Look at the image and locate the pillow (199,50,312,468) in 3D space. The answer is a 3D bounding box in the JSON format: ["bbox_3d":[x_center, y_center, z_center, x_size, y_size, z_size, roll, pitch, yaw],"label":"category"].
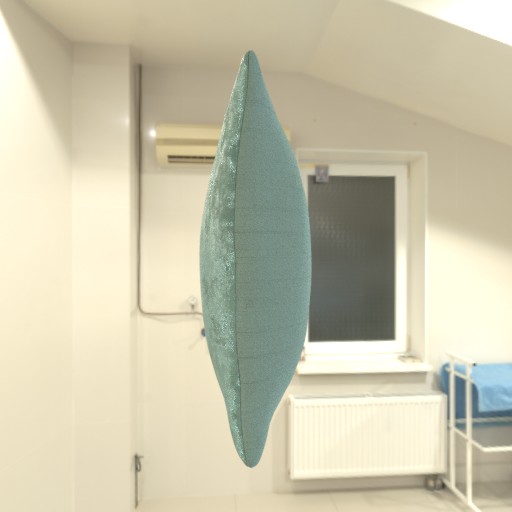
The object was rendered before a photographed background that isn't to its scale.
[{"bbox_3d":[0.000,0.000,0.716,0.175,0.464,0.470,0,0,1],"label":"pillow"}]
